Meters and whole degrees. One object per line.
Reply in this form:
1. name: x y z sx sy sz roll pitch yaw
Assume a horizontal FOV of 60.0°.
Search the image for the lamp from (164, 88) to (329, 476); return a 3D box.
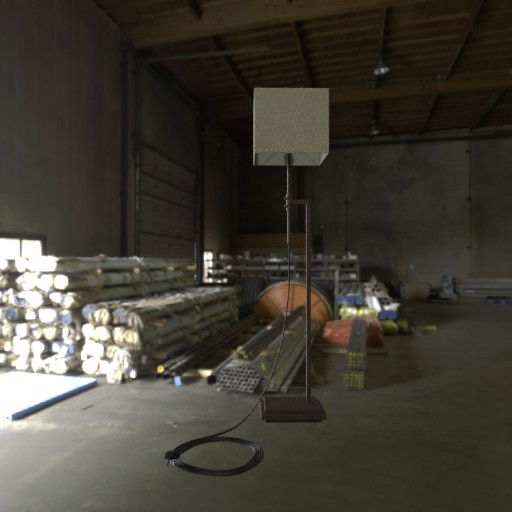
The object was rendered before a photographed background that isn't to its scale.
1. lamp: 0.000 0.000 1.990 0.698 1.600 0.774 0 -1 -1
